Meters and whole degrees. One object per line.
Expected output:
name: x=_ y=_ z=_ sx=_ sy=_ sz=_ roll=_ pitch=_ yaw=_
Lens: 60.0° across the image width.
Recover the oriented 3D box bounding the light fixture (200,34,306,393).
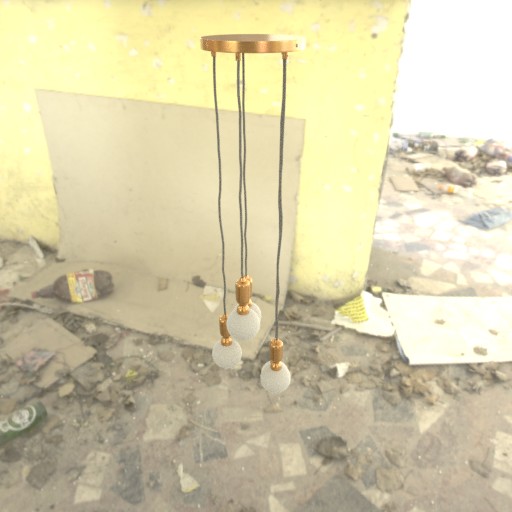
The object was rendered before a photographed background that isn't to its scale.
light fixture: x=0.000 y=0.000 z=0.515 sx=0.105 sy=0.457 sz=0.108 roll=21 pitch=36 yaw=32
